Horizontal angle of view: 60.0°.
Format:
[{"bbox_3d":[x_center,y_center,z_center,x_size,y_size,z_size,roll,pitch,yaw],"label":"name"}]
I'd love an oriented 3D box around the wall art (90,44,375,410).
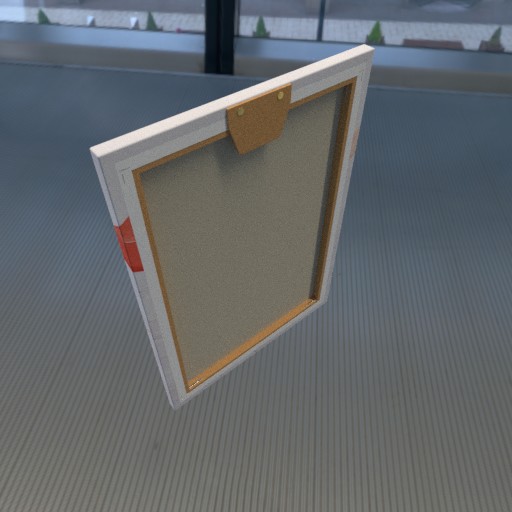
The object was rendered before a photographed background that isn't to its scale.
[{"bbox_3d":[0.000,0.000,1.089,0.613,0.848,0.036,-31,54,-26],"label":"wall art"}]
